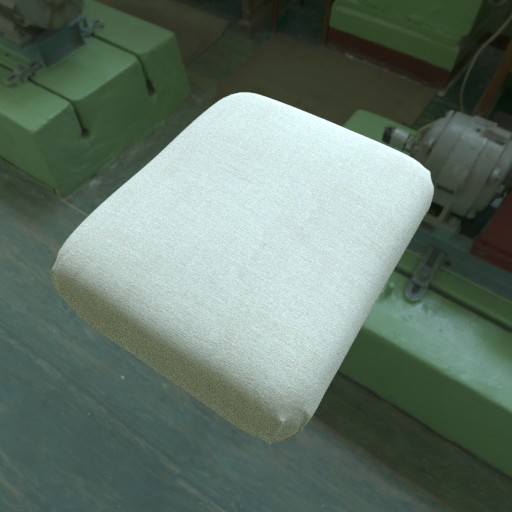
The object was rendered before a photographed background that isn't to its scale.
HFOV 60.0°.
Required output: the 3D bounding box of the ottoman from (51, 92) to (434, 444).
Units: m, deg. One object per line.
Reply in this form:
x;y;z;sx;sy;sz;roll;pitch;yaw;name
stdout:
0.000;0.000;1.111;0.622;0.450;0.747;28;61;18;ottoman
